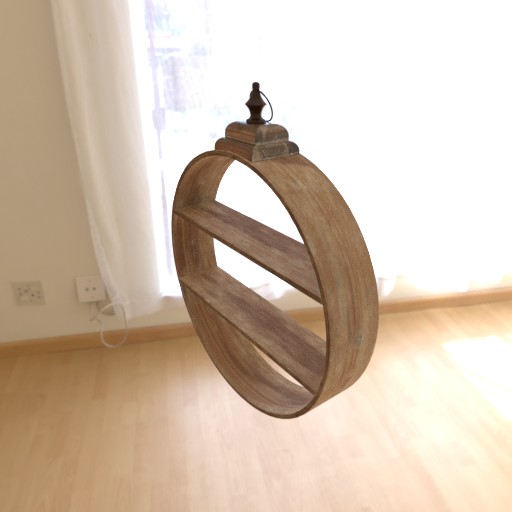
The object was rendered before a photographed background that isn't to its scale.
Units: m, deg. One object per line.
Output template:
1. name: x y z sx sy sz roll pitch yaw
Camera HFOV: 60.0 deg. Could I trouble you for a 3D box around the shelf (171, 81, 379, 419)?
1. shelf: 0.000 0.000 0.987 0.125 0.725 0.601 -18 31 -32
